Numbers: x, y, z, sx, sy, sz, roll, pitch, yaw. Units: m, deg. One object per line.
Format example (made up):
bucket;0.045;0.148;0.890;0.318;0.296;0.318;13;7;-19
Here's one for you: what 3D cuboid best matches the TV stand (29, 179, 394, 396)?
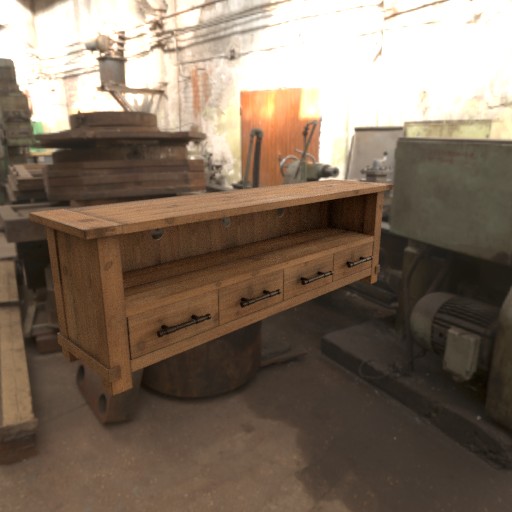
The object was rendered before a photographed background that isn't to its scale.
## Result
TV stand;0.000;0.000;2.089;0.453;0.573;1.804;14;21;43
